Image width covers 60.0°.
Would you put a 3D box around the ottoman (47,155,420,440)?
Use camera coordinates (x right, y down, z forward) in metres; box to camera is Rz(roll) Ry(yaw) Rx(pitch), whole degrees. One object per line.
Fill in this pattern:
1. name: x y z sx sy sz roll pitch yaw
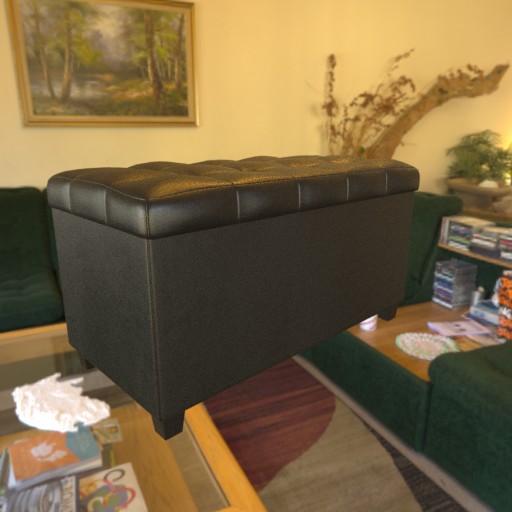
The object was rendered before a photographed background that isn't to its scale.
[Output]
1. ottoman: 0.000 0.000 1.114 0.838 0.470 0.432 -14 21 -41
